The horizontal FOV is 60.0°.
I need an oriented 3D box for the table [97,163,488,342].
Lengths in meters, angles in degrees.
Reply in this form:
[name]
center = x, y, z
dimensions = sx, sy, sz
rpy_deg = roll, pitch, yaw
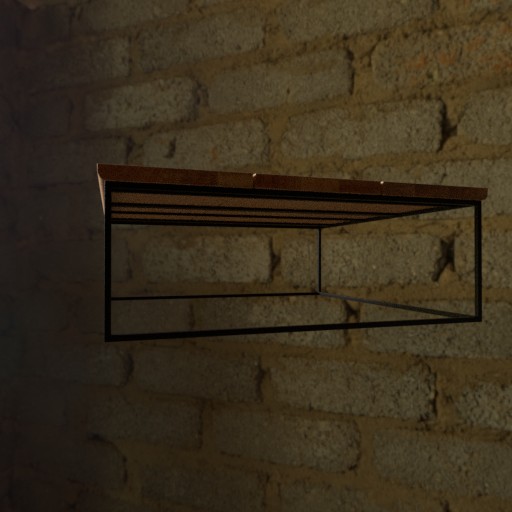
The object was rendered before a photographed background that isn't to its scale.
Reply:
[table]
center = 0.000, 0.000, 1.676
dimensions = 1.100, 0.400, 1.100
rpy_deg = 0, -1, -18
